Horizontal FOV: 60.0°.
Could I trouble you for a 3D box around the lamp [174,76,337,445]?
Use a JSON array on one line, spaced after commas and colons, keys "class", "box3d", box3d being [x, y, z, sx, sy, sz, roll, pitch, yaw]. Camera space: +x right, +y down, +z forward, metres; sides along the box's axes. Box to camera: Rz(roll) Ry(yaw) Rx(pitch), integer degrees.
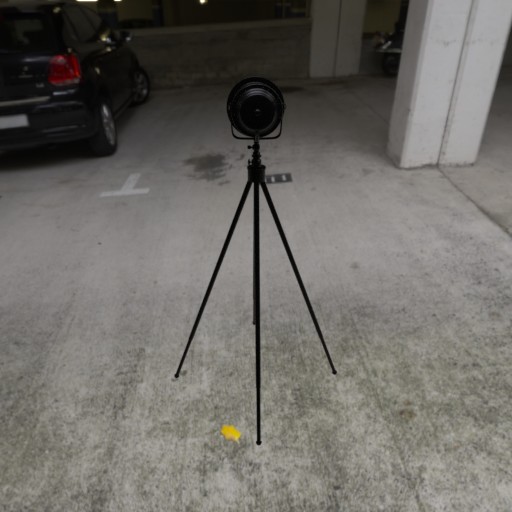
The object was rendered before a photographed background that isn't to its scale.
[{"class": "lamp", "box3d": [0.000, 0.000, 2.023, 0.879, 1.504, 0.884, -1, 31, -1]}]
